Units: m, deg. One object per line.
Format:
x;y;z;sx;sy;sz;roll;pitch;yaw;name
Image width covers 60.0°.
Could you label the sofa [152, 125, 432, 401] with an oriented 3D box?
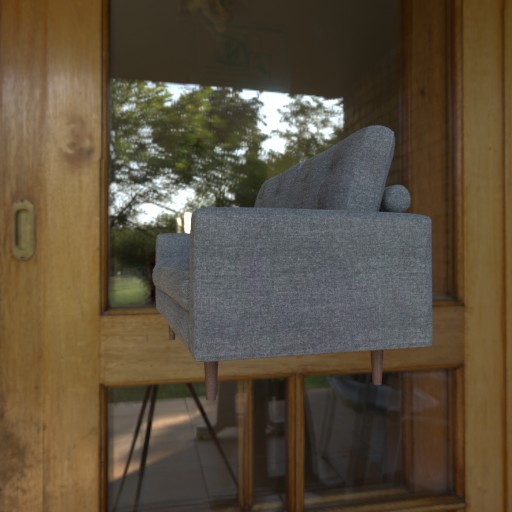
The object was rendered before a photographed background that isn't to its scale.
0.000;0.000;1.995;0.842;0.907;1.407;0;-1;-17;sofa
